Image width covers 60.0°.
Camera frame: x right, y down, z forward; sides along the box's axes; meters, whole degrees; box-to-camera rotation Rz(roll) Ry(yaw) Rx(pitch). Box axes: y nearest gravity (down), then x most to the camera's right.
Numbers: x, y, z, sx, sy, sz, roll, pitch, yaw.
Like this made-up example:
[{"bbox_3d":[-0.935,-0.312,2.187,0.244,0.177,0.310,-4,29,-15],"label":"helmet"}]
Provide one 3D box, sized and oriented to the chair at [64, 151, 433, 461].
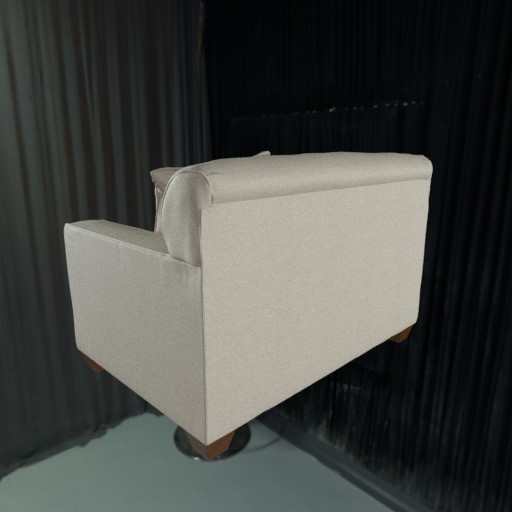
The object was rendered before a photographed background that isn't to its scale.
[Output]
[{"bbox_3d":[0.000,0.000,2.033,1.383,0.948,1.000,-14,20,-43],"label":"chair"}]
